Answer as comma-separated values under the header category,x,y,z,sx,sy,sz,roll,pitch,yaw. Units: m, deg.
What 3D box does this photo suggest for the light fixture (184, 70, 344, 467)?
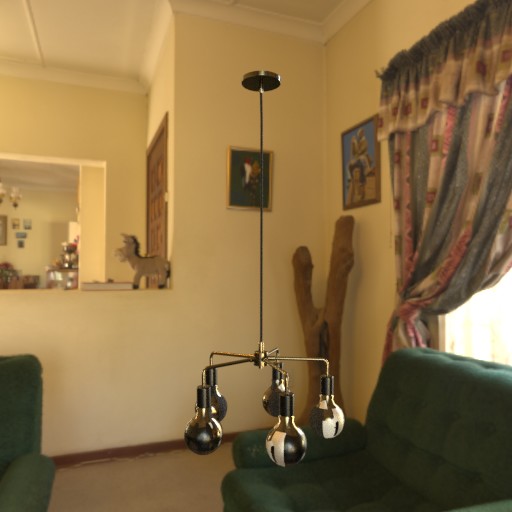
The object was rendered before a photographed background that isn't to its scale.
category,x,y,z,sx,sy,sz,roll,pitch,yaw
light fixture,0.000,0.000,1.213,0.421,0.988,0.438,1,-2,-37
